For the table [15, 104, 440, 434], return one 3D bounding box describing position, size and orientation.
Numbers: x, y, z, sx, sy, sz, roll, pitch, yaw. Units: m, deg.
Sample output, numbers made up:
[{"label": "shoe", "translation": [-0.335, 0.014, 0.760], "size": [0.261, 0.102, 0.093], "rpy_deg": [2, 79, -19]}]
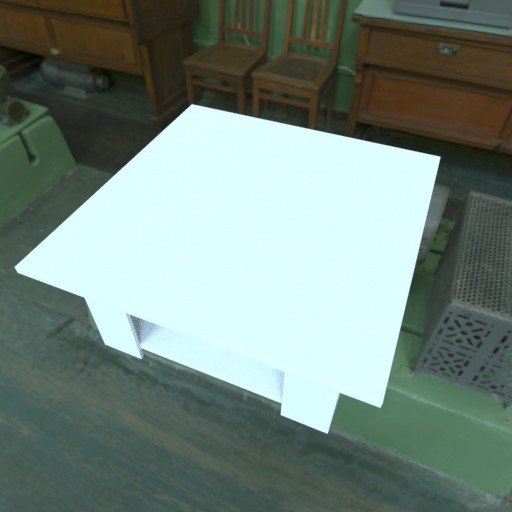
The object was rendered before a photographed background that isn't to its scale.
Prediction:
[{"label": "table", "translation": [0.000, 0.000, 1.041], "size": [0.670, 0.305, 0.670], "rpy_deg": [17, 48, 16]}]
